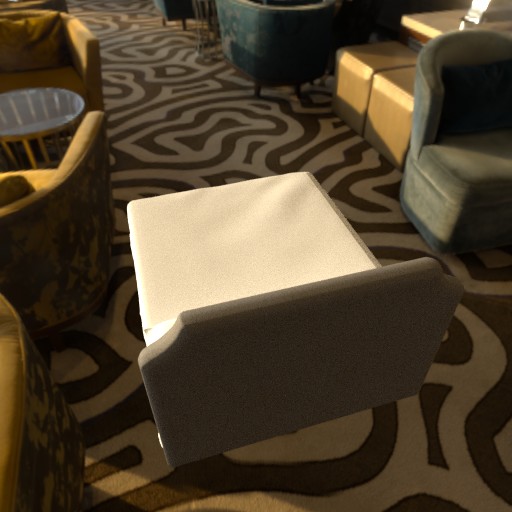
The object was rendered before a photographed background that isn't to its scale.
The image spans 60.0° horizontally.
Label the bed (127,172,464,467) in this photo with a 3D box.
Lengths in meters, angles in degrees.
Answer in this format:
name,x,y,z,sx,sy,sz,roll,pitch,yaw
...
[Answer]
name,x,y,z,sx,sy,sz,roll,pitch,yaw
bed,0.000,0.000,3.878,2.194,1.561,2.536,-12,43,-13
